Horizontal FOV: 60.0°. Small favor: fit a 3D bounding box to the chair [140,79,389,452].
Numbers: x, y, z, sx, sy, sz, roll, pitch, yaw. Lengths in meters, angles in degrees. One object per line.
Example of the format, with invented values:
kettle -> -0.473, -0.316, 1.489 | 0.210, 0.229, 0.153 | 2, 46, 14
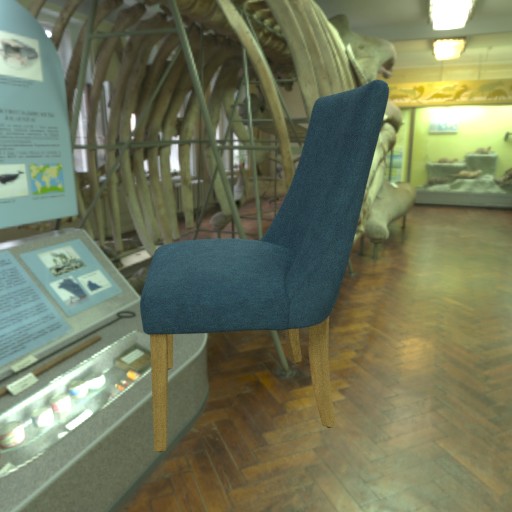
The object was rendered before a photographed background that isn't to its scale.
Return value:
chair -> 0.000, 0.000, 1.262 | 0.609, 0.902, 0.495 | -2, 15, -8
